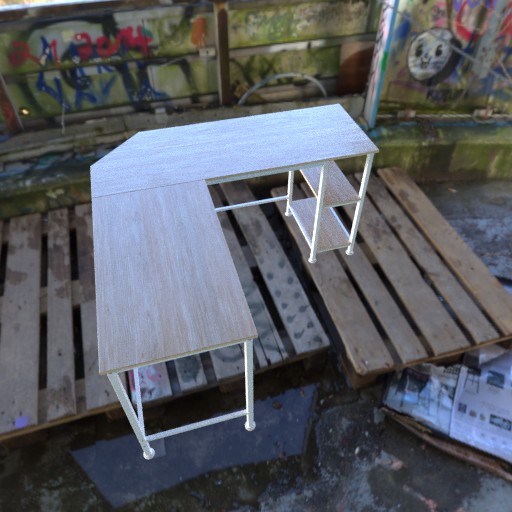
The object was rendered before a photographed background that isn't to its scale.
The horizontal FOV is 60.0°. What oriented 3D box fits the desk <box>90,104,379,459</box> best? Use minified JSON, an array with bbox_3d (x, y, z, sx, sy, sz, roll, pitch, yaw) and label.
[{"bbox_3d":[0.000,0.000,2.201,1.379,0.739,1.379,-12,47,-11],"label":"desk"}]
